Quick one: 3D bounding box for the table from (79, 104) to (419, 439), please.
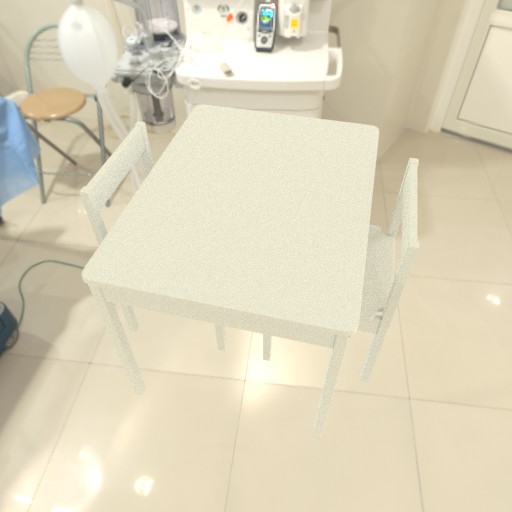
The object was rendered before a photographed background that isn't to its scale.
[{"bbox_3d":[0.000,0.000,1.120,0.672,0.503,0.650,10,47,9],"label":"table"}]
